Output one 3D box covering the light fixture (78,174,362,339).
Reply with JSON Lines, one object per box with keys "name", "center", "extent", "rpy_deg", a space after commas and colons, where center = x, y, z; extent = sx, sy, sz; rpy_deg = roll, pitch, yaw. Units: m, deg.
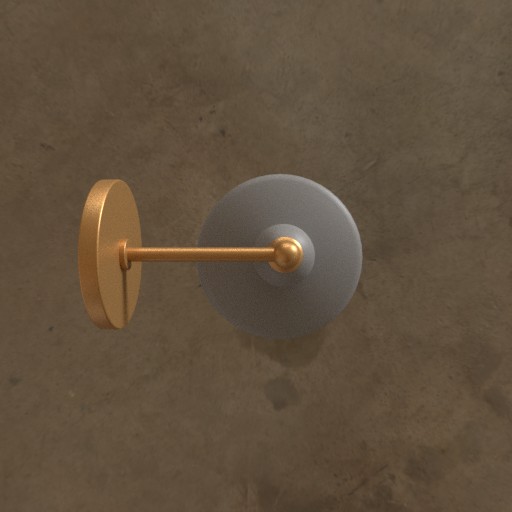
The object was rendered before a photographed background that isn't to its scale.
{"name": "light fixture", "center": [0.000, 0.000, 0.447], "extent": [0.254, 0.268, 0.204], "rpy_deg": [0, 89, 0]}
